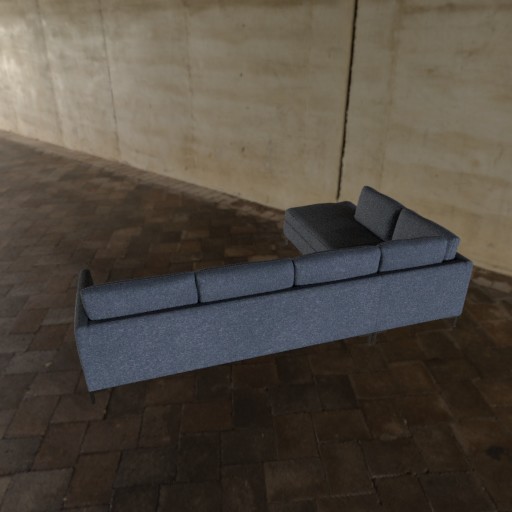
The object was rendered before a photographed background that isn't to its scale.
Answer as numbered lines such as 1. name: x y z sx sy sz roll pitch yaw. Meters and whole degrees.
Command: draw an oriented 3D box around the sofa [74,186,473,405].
1. sofa: 0.000 0.000 3.949 2.949 0.815 2.007 -8 28 -16
